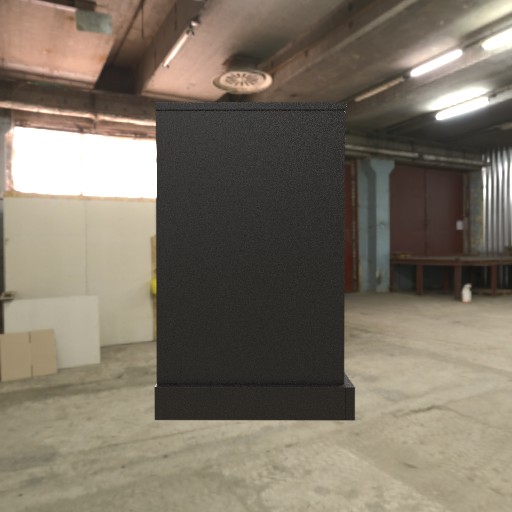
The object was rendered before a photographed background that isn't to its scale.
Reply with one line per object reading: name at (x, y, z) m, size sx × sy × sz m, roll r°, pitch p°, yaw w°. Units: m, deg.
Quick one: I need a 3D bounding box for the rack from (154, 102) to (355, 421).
rack at (0.000, 0.000, 1.479) m, size 0.399 × 0.635 × 1.206 m, roll 0°, pitch 1°, yaw 0°
